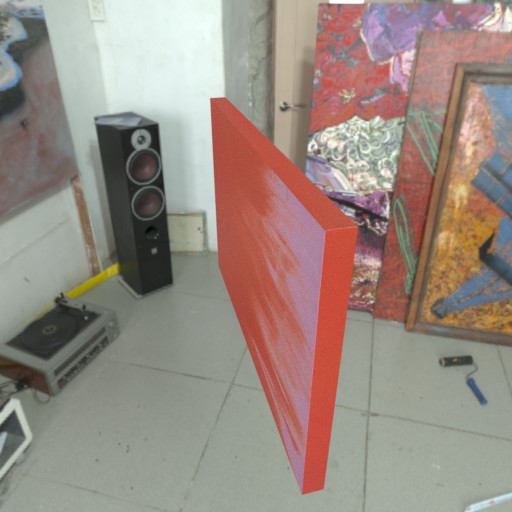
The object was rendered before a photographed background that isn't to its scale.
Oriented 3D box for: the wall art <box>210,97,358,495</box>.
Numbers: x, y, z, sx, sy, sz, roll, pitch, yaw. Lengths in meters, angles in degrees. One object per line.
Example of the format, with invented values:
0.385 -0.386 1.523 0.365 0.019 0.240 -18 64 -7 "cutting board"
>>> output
0.000 0.000 0.756 0.033 0.405 0.607 -8 31 -13 "wall art"
